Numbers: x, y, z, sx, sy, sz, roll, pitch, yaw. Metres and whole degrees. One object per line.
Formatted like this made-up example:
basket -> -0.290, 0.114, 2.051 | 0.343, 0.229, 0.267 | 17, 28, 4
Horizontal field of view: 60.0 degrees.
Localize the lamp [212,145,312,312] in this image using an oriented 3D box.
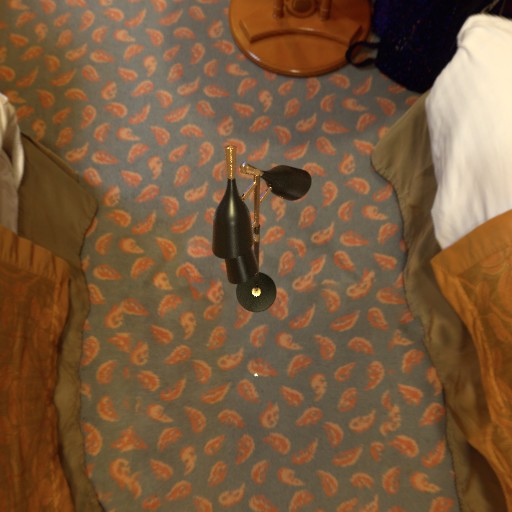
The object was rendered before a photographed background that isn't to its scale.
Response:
lamp -> 0.000, 0.000, 1.914 | 0.253, 1.778, 0.434 | 36, 78, 9
